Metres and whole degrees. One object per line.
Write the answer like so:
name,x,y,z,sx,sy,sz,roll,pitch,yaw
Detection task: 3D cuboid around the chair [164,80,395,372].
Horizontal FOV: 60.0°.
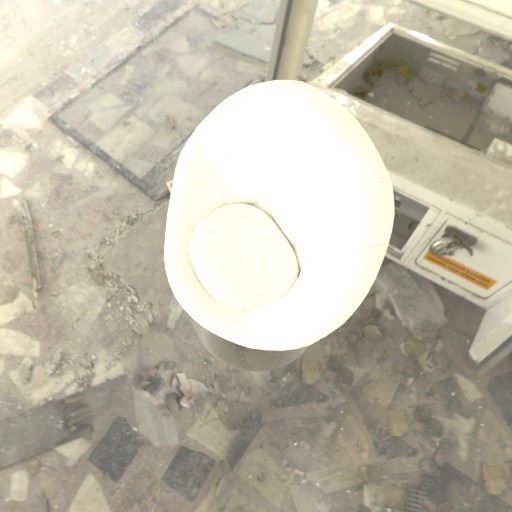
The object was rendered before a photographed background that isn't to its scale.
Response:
chair,0.000,0.000,1.836,0.736,1.261,0.940,-29,68,-13
